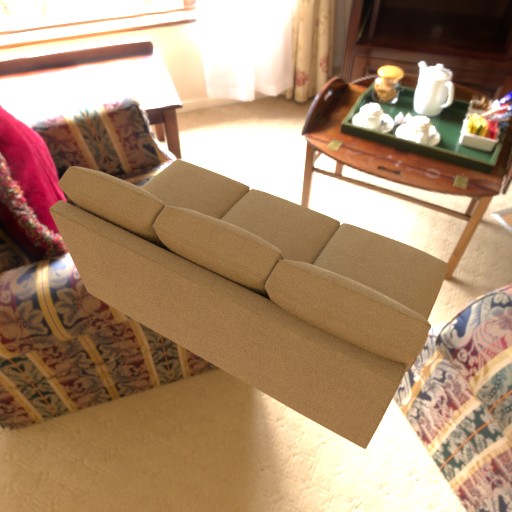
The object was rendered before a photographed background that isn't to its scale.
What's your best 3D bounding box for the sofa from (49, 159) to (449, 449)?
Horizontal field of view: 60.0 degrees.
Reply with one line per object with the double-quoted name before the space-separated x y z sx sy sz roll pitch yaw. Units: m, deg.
"sofa" 0.000 0.000 2.702 2.092 1.036 1.127 24 52 21
